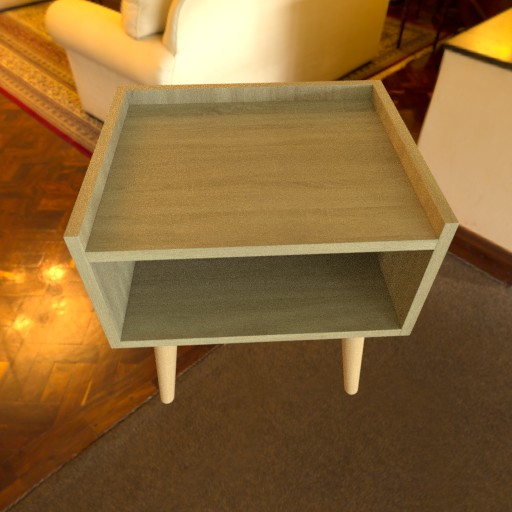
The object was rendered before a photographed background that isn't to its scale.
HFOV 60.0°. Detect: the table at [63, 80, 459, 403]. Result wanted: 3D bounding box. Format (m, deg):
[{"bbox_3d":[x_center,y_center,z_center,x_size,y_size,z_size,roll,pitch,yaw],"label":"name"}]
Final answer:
[{"bbox_3d":[0.000,0.000,0.800,0.450,0.470,0.370,-2,46,-2],"label":"table"}]
